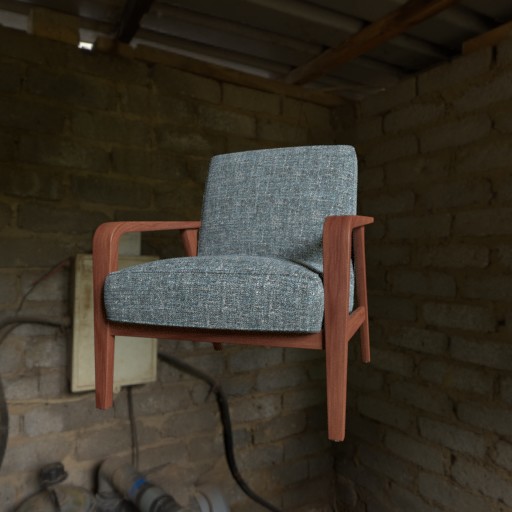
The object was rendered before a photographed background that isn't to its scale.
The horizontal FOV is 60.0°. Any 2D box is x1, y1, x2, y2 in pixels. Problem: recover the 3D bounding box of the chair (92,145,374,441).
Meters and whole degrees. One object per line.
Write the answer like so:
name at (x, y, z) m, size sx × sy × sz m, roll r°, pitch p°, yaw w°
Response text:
chair at (0.000, 0.000, 1.505) m, size 0.719 × 0.864 × 0.889 m, roll 0°, pitch 0°, yaw 19°
